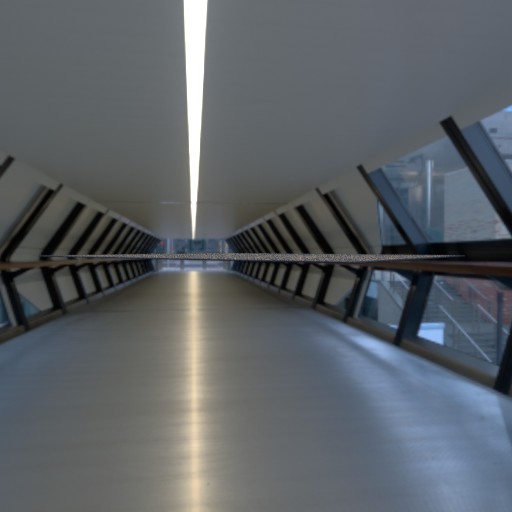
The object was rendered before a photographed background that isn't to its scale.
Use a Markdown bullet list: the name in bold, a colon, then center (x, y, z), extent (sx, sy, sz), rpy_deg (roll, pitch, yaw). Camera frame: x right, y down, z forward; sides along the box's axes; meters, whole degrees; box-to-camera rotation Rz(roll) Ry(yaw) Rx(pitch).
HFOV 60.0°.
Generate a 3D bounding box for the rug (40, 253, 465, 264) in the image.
- **rug**: center (0.000, 0.000, 4.049), extent (3.048, 0.010, 2.438), rpy_deg (1, 1, 36)
